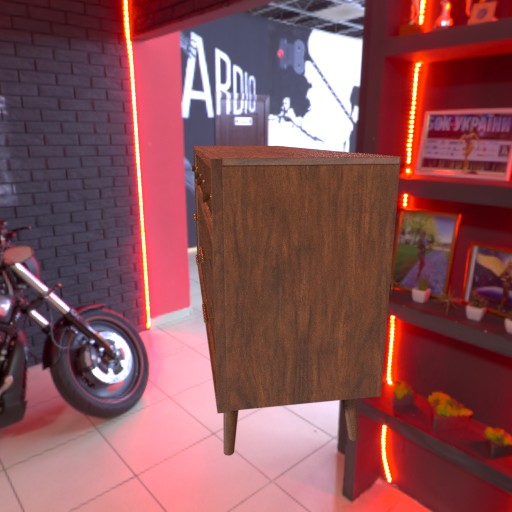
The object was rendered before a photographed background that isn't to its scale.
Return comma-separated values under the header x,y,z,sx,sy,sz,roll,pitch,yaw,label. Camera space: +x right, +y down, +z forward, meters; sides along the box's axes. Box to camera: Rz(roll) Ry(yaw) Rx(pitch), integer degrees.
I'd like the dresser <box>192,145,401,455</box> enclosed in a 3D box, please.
x,y,z,sx,sy,sz,roll,pitch,yaw,label
0.000,0.000,1.900,0.500,0.889,1.472,-2,15,-9,dresser
